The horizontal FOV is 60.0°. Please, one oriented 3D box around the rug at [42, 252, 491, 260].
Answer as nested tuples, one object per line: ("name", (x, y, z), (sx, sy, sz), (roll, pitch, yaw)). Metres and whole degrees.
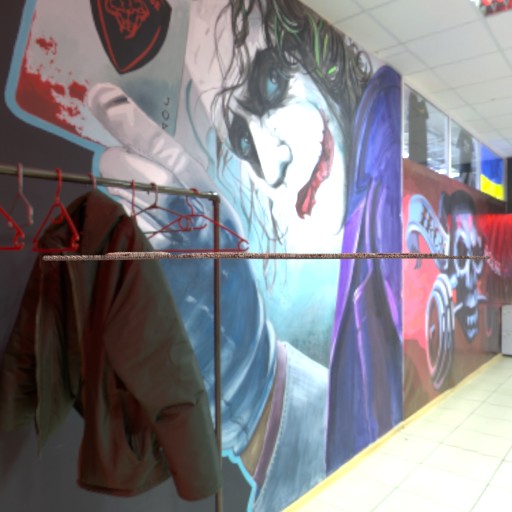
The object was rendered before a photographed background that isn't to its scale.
("rug", (0.000, 0.000, 2.287), (1.823, 0.030, 1.222), (0, 0, -17))
